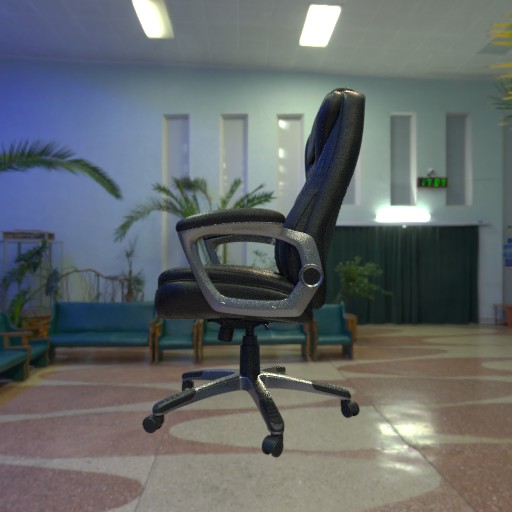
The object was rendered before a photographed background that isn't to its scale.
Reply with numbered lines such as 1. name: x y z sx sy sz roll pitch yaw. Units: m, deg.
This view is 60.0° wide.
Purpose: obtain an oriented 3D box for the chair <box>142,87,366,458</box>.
1. chair: 0.000 0.000 1.511 0.689 1.075 0.697 0 0 1
